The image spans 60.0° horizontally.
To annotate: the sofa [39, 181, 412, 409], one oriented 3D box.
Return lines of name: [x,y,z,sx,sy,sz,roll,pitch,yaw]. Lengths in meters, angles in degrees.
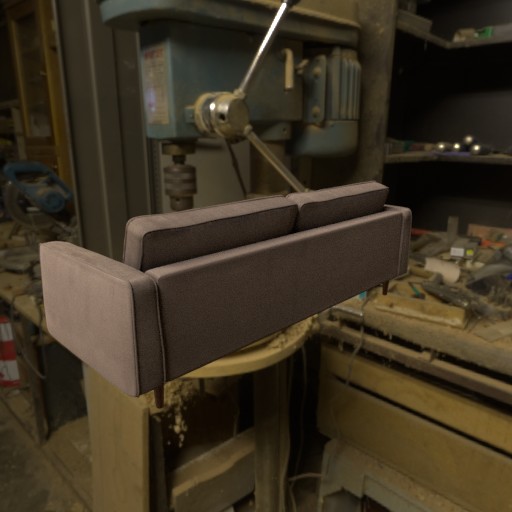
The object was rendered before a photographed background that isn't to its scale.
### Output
sofa: [0.000,0.000,2.732,0.923,0.813,2.295,15,22,43]
